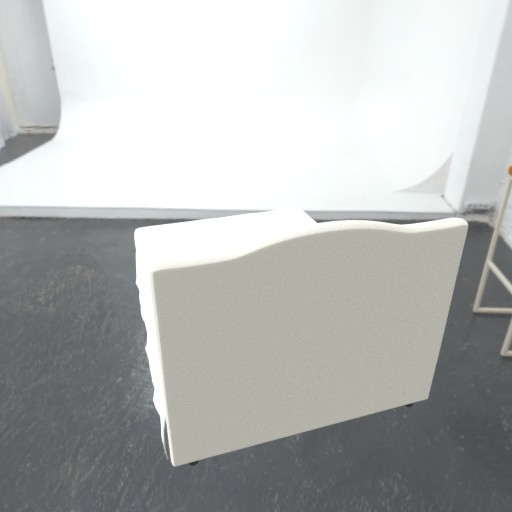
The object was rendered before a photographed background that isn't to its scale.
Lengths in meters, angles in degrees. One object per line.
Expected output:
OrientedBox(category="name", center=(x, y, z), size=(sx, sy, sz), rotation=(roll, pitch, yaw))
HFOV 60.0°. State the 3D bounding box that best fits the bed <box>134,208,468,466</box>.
OrientedBox(category="bed", center=(0.000, 0.000, 3.409), size=(1.821, 1.436, 2.282), rotation=(-8, 29, -16))
